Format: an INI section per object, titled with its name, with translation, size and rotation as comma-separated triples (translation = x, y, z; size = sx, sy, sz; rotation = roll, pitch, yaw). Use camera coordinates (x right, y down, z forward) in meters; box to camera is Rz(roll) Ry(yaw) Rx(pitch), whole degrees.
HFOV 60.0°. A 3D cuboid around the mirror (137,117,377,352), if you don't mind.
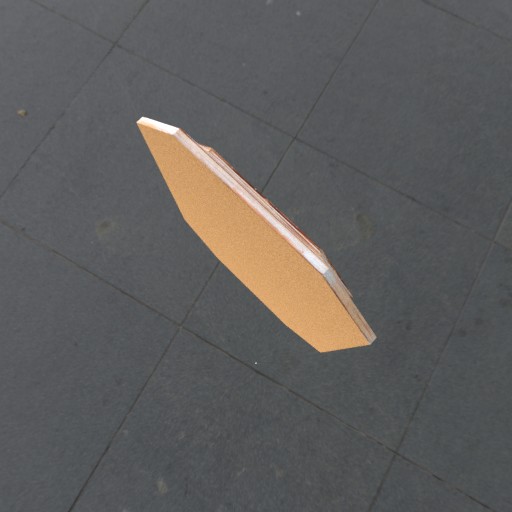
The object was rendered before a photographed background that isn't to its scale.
[mirror]
translation = 0.000, 0.000, 1.308
size = 0.709, 1.015, 0.061
rotation = 44, 80, 10
